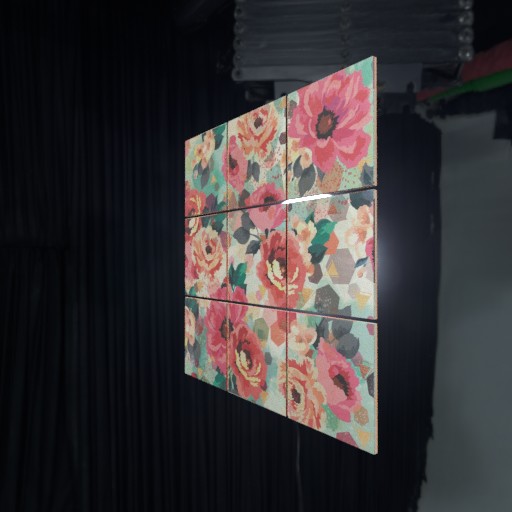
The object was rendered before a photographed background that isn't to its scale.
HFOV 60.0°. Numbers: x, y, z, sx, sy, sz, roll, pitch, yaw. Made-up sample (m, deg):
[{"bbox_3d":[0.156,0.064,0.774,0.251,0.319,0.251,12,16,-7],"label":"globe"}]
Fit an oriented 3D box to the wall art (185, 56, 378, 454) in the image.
[{"bbox_3d":[0.000,0.000,1.379,0.012,0.910,0.911,0,-1,-37],"label":"wall art"}]
